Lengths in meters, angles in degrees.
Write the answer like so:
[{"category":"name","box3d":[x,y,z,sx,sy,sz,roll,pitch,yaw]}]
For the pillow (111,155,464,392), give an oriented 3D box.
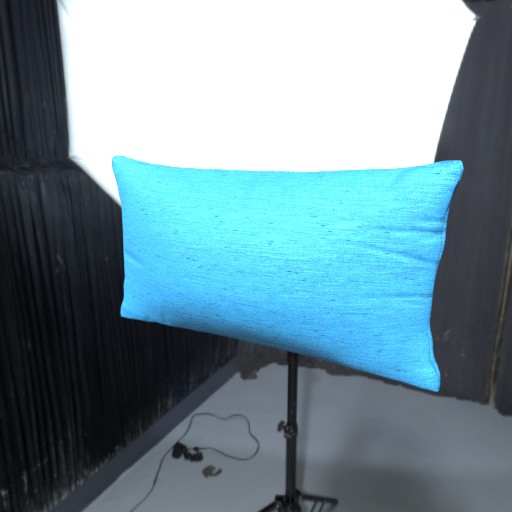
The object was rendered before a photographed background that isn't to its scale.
[{"category":"pillow","box3d":[0.000,0.000,0.774,0.633,0.338,0.210,7,16,27]}]
